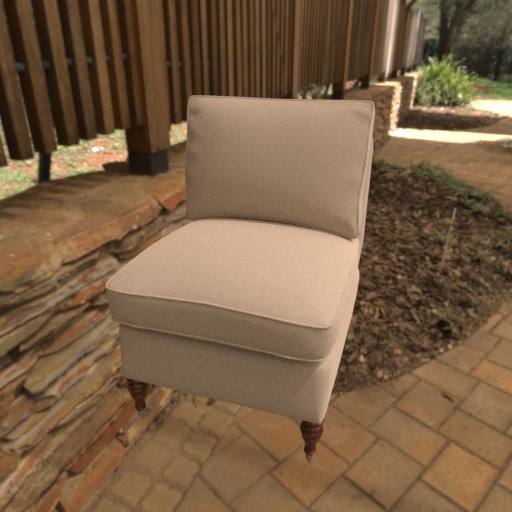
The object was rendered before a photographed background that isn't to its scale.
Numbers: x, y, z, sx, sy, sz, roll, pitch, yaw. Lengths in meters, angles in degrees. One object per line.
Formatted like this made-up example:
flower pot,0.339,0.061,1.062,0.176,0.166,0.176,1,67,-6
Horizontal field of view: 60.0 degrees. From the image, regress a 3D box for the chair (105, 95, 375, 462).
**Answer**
chair,0.000,0.000,1.623,0.724,1.052,0.912,8,26,16
